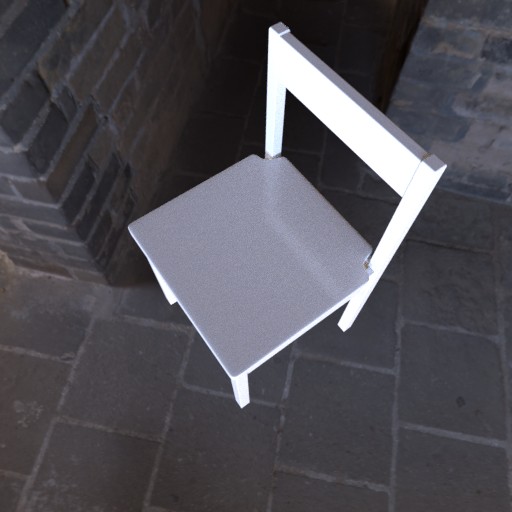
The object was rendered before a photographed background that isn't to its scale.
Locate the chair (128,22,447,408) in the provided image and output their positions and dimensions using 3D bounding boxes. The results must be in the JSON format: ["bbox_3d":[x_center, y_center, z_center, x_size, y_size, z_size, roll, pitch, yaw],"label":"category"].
[{"bbox_3d":[0.000,0.000,0.888,0.361,0.668,0.367,-33,67,-16],"label":"chair"}]
